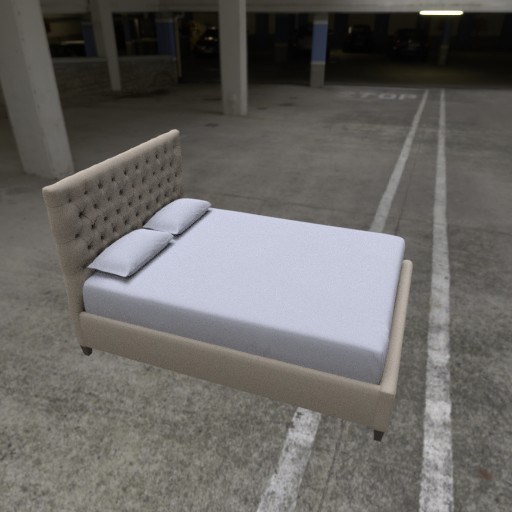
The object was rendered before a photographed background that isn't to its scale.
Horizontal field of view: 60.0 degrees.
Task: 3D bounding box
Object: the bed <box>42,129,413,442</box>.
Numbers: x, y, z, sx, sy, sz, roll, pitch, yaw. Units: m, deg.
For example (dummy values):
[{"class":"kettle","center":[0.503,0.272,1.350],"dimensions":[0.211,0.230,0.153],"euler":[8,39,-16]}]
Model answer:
[{"class":"bed","center":[0.000,0.000,3.517],"dimensions":[2.387,1.427,1.698],"euler":[10,31,18]}]
